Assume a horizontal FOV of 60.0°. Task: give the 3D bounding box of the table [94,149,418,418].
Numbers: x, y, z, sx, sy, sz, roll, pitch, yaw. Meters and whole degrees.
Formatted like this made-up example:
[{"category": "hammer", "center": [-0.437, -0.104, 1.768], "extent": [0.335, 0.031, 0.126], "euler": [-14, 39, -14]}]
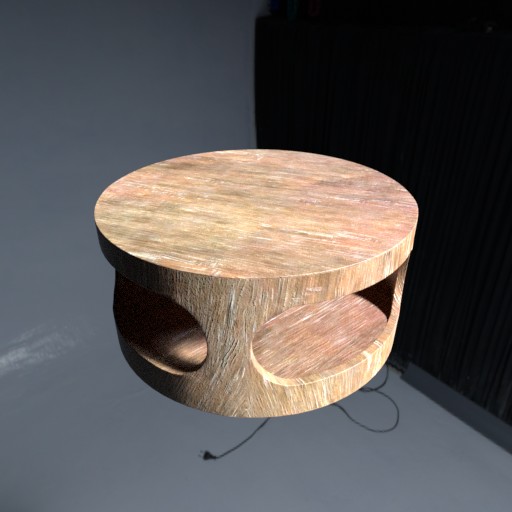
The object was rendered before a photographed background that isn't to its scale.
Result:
[{"category": "table", "center": [0.000, 0.000, 1.508], "extent": [0.974, 0.450, 0.974], "euler": [0, 30, 0]}]
